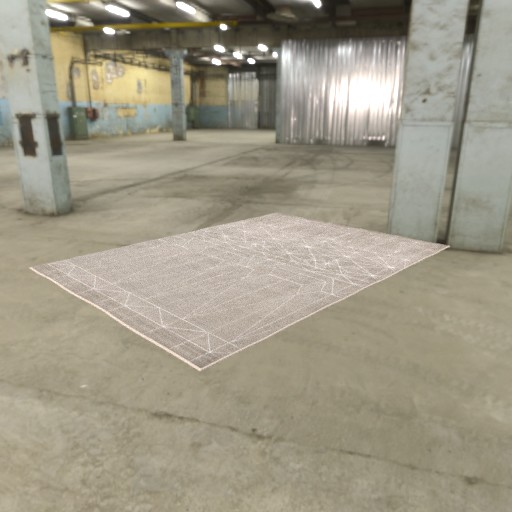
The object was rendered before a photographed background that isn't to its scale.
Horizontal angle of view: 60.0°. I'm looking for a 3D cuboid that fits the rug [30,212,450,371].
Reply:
[{"bbox_3d":[0.000,0.000,4.324,2.449,0.019,3.357,16,24,42],"label":"rug"}]
